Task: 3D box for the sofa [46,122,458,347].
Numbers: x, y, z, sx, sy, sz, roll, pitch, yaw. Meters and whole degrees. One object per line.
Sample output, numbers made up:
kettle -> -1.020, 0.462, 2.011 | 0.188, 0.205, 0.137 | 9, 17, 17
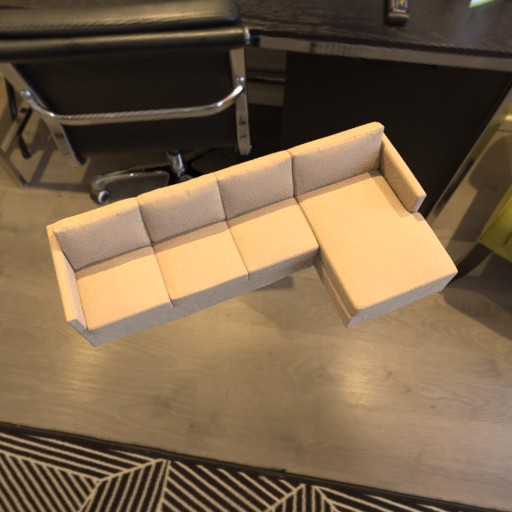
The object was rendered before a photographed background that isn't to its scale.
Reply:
sofa -> 0.000, 0.000, 3.890 | 3.206, 0.871, 1.622 | -20, 65, -10
